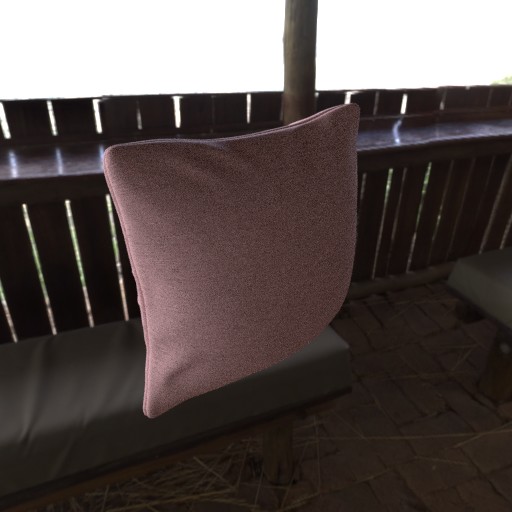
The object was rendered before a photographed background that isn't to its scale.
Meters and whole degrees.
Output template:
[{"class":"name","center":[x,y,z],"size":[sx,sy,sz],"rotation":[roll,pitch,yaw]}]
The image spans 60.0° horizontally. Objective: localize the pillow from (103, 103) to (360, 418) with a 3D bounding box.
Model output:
[{"class":"pillow","center":[0.000,0.000,0.692],"size":[0.432,0.415,0.246],"rotation":[-22,35,-35]}]
